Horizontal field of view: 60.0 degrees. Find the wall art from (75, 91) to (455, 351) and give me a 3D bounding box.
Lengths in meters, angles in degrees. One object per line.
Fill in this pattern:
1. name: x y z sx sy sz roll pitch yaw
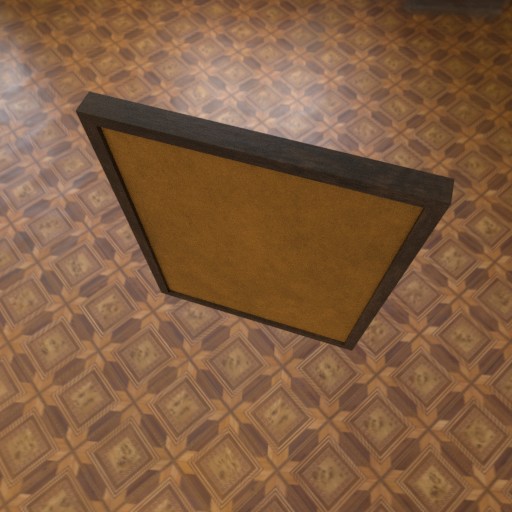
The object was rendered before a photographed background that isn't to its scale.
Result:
1. wall art: 0.000 0.000 0.555 0.329 0.406 0.027 16 63 8
